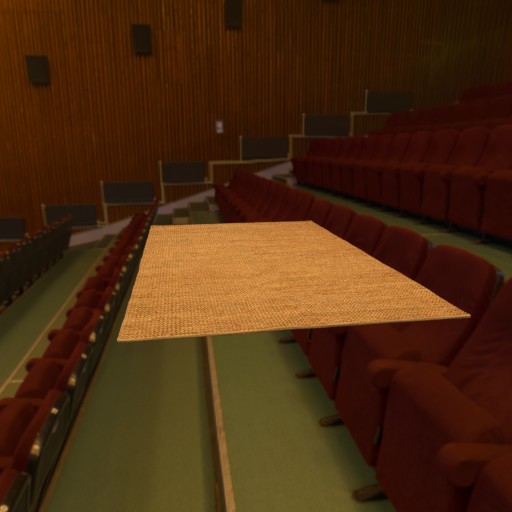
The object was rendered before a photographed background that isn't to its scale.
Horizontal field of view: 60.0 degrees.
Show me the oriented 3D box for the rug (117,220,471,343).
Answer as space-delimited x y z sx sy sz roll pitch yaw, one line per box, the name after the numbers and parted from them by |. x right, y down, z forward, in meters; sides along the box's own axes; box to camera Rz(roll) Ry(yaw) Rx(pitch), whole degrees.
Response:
0.000 0.000 3.004 1.521 0.034 2.438 -2 15 -10 | rug
